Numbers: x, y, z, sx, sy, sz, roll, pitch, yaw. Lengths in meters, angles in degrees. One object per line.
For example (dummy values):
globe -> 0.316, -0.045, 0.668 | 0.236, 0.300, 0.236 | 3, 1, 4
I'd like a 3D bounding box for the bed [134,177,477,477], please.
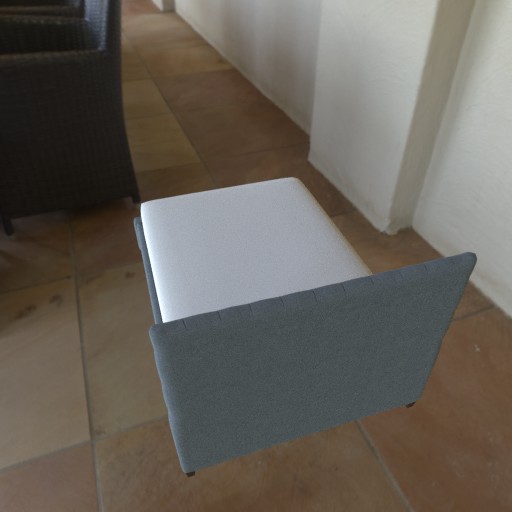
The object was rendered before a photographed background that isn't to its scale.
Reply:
bed -> 0.000, 0.000, 3.364 | 1.698, 1.411, 2.335 | -12, 42, -13
